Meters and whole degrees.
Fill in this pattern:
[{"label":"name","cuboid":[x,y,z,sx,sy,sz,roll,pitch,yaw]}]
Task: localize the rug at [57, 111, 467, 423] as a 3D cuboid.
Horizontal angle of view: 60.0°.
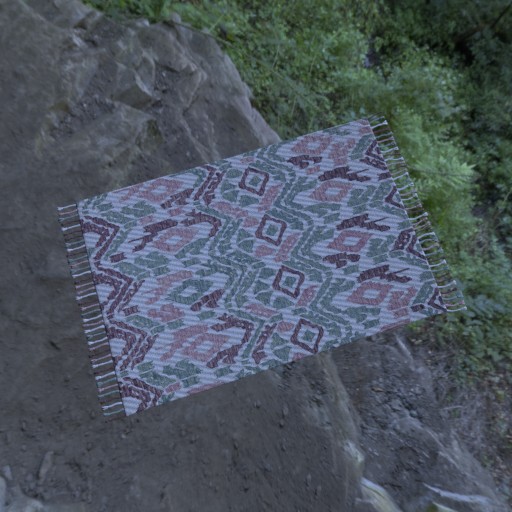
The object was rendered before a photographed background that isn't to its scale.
[{"label":"rug","cuboid":[0.000,0.000,2.984,2.438,0.011,1.524,-17,77,-4]}]
